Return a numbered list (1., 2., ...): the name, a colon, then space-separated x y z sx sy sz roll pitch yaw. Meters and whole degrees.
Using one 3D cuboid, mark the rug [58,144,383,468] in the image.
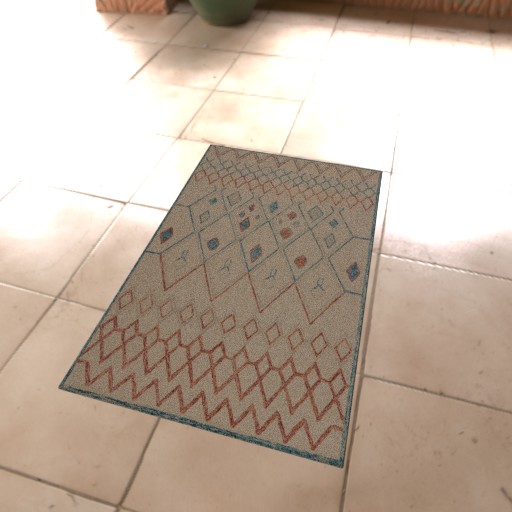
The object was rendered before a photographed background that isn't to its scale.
1. rug: 0.000 0.000 3.030 1.524 0.015 2.438 11 48 11
